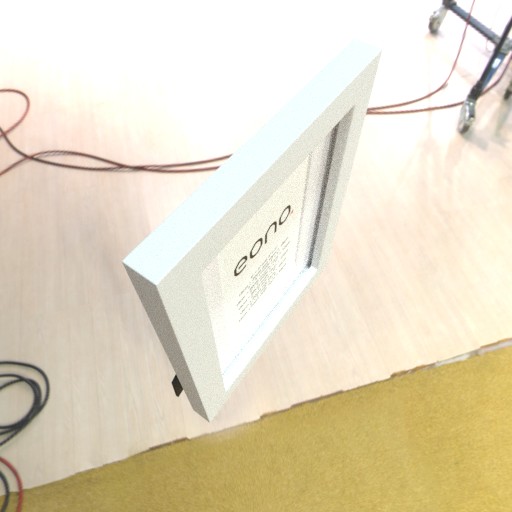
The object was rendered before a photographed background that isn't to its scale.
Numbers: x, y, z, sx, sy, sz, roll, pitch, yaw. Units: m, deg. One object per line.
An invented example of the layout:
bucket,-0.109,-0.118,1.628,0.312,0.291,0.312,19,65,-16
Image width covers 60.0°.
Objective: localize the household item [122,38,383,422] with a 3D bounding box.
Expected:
household item,0.000,0.000,0.335,0.045,0.250,0.200,31,63,18
